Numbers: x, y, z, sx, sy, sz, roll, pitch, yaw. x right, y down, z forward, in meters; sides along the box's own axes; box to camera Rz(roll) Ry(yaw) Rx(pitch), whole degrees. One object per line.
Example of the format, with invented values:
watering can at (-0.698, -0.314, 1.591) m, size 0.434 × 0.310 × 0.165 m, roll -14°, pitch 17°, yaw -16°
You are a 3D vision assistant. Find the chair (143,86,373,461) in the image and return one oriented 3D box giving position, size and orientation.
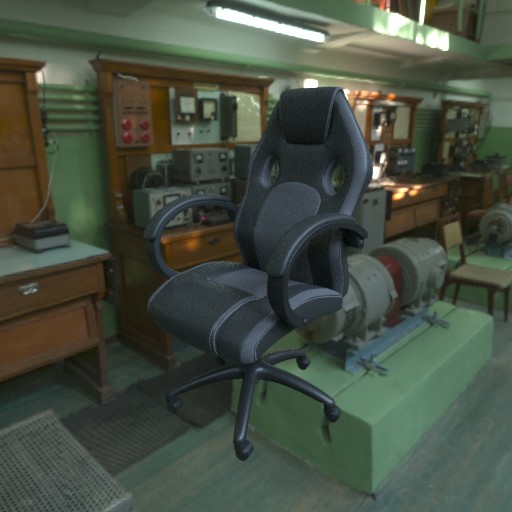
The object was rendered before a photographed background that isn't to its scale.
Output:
chair at (0.000, 0.000, 1.616) m, size 0.673 × 1.187 × 0.724 m, roll 15°, pitch 22°, yaw 40°
